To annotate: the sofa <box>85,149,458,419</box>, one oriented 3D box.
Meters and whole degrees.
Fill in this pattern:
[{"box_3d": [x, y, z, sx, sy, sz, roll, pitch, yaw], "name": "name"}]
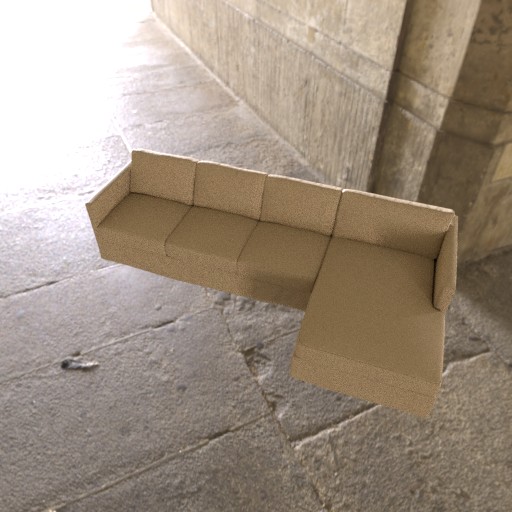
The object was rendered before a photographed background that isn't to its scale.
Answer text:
[{"box_3d": [0.000, 0.000, 3.827, 3.206, 0.871, 1.622, 13, 44, 14], "name": "sofa"}]
